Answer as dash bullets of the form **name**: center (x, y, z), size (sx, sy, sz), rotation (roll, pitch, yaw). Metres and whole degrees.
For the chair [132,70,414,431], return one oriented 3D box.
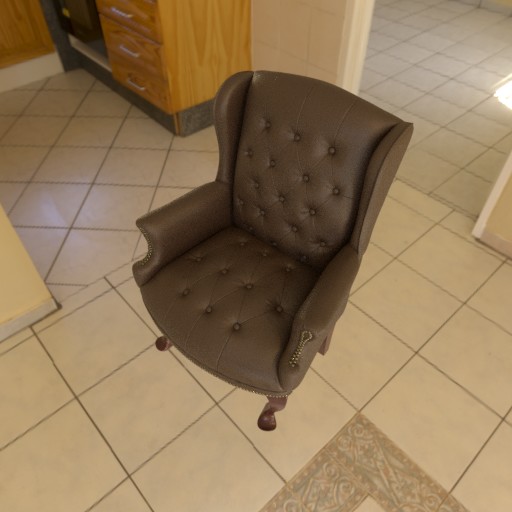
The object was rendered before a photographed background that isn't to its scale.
- **chair**: center (0.000, 0.000, 1.703), size (0.829, 1.132, 0.819), rotation (30, 53, 25)
